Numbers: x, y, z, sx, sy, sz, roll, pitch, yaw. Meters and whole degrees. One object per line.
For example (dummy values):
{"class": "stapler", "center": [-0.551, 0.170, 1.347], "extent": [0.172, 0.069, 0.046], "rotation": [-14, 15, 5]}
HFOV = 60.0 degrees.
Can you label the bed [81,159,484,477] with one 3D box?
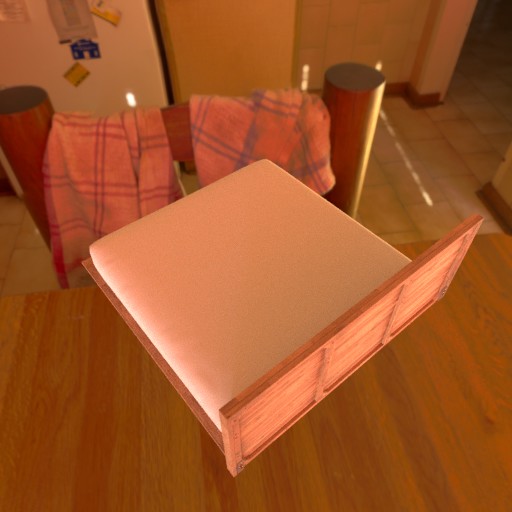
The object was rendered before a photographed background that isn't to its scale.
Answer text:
{"class": "bed", "center": [0.000, 0.000, 3.425], "extent": [2.116, 1.100, 2.167], "rotation": [-31, 55, -25]}
